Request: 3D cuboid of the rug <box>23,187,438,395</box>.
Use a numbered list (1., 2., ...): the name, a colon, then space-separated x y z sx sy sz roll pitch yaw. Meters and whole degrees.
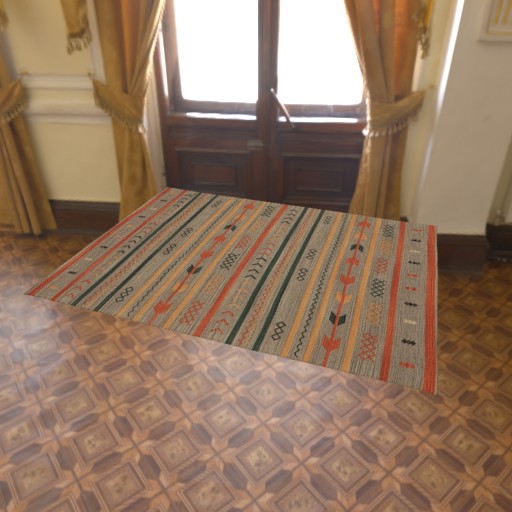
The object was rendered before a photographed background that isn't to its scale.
1. rug: 0.000 0.000 3.908 3.029 0.022 2.263 10 33 16
